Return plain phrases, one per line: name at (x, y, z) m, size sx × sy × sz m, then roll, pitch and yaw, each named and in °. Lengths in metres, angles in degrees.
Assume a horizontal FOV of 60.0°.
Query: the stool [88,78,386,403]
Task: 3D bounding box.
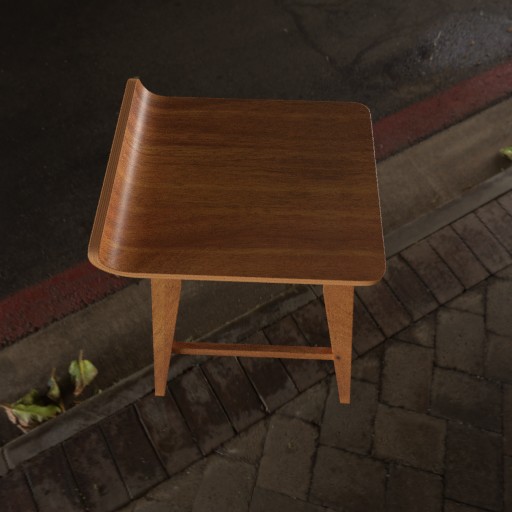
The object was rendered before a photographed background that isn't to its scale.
stool at (0.000, 0.000, 0.961) m, size 0.500 × 0.650 × 0.500 m, roll 2°, pitch 63°, yaw 1°
